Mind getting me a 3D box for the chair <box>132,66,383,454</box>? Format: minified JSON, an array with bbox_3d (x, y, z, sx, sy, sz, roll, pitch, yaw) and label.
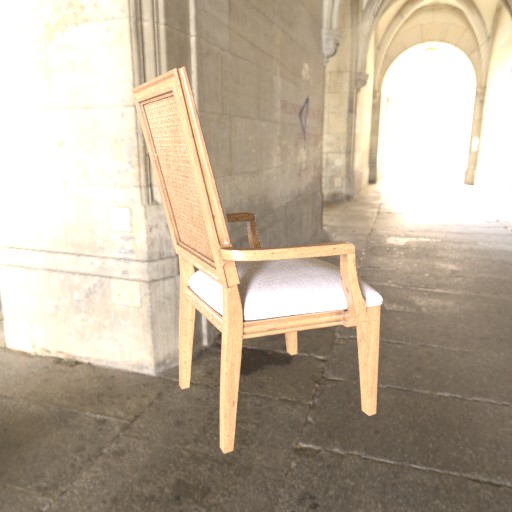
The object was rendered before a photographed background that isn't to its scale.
[{"bbox_3d":[0.000,0.000,1.366,0.602,0.990,0.606,-7,16,-26],"label":"chair"}]
